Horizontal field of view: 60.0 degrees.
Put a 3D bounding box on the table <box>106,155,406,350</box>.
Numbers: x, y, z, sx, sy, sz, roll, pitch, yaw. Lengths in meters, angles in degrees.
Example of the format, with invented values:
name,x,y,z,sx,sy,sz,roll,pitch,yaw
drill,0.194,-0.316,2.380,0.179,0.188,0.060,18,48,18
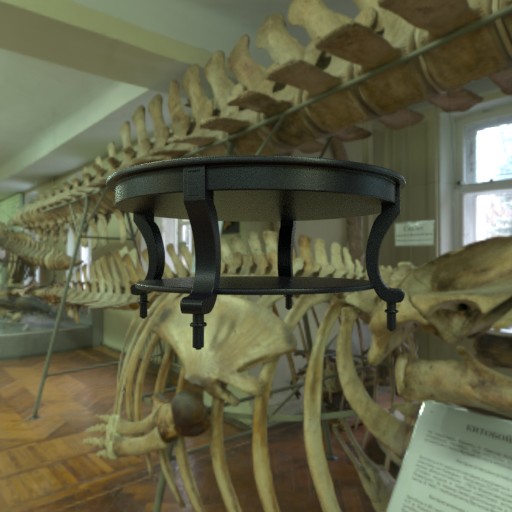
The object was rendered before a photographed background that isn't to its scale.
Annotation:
name,x,y,z,sx,sy,sz,roll,pitch,yaw
table,0.000,0.000,1.601,1.029,0.491,1.029,0,0,0
